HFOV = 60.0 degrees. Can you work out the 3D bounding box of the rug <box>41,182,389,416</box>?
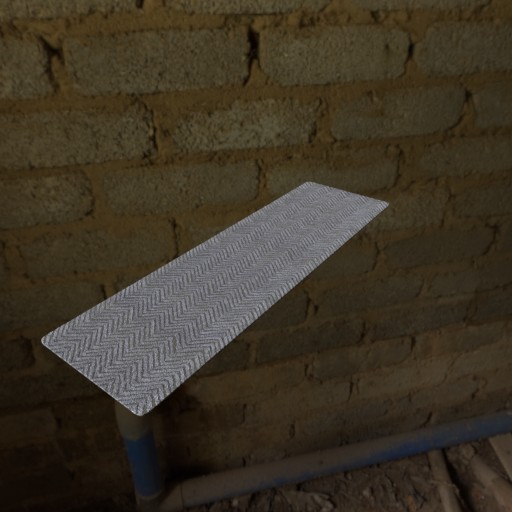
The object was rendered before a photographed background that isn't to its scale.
[{"bbox_3d":[0.000,0.000,2.560,0.686,0.008,2.286,22,38,31],"label":"rug"}]
